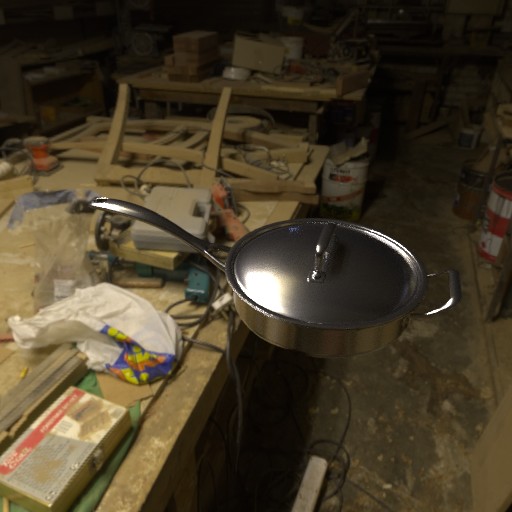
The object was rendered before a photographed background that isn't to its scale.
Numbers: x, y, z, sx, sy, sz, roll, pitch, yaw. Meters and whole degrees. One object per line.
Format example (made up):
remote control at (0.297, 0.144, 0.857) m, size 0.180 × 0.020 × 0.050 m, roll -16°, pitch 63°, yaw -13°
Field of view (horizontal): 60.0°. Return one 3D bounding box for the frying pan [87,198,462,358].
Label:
frying pan at (0.000, 0.000, 0.656) m, size 0.561 × 0.114 × 0.280 m, roll 10°, pitch 33°, yaw 16°
